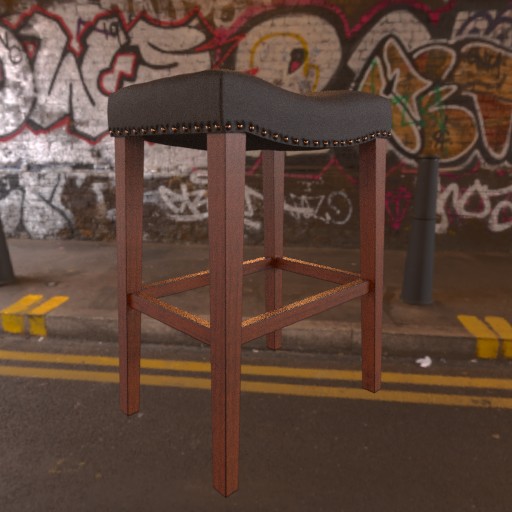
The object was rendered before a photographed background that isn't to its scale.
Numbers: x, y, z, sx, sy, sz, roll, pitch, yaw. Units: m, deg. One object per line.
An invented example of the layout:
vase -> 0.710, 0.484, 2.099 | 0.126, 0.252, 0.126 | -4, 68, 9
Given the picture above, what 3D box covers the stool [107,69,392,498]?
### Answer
stool -> 0.000, 0.000, 0.844 | 0.439, 0.612, 0.320 | -13, 19, -43
